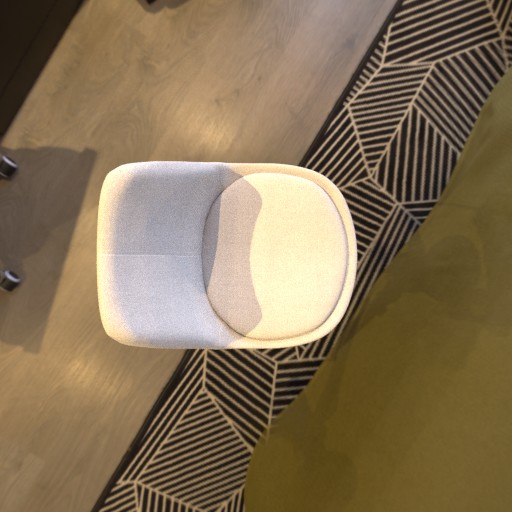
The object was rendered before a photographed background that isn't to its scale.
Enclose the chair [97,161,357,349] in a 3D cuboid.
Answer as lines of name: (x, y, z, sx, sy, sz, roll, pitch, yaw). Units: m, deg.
chair: (0.000, 0.000, 1.182, 0.549, 0.863, 0.474, 0, 90, 0)
